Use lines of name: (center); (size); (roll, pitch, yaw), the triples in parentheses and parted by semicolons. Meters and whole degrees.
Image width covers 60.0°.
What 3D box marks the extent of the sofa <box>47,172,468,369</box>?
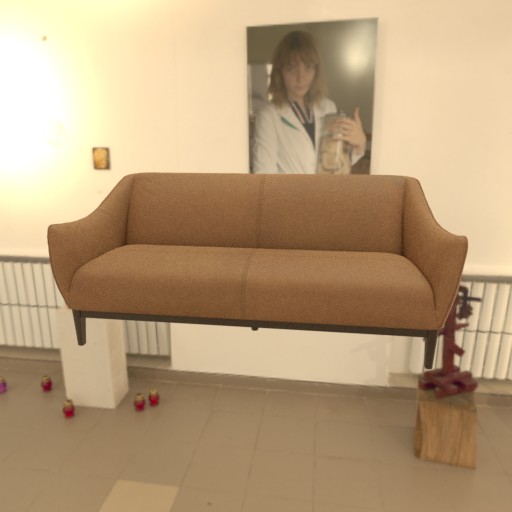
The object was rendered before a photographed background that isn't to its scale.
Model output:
sofa: (0.000, 0.000, 2.415); (1.928, 0.830, 0.869); (2, 15, 8)
